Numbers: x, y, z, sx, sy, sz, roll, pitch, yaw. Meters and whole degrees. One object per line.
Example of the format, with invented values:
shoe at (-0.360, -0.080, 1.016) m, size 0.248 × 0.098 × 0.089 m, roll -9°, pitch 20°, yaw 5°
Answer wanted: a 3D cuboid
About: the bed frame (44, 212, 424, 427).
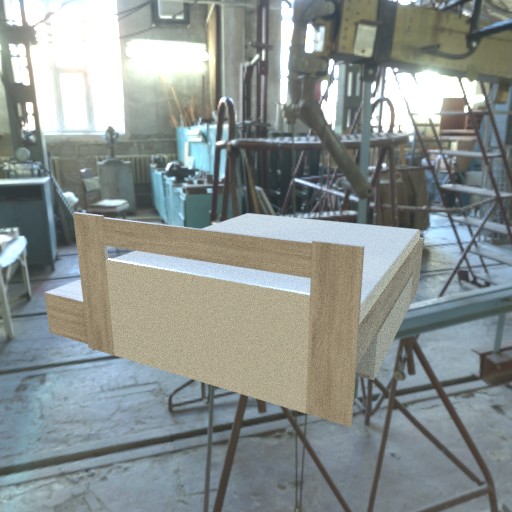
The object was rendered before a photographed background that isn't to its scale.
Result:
bed frame at (0.000, 0.000, 3.229) m, size 2.040 × 0.860 × 2.050 m, roll 8°, pitch 18°, yaw 26°
